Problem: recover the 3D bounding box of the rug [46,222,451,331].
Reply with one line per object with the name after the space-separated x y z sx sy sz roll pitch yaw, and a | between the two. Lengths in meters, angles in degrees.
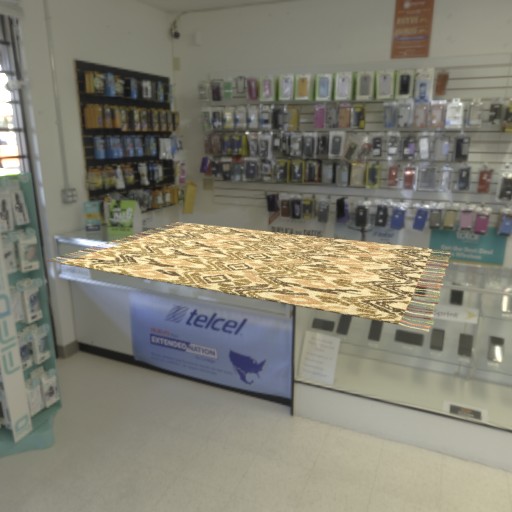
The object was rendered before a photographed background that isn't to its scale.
0.000 0.000 3.085 2.438 0.008 1.524 8 17 25 | rug
